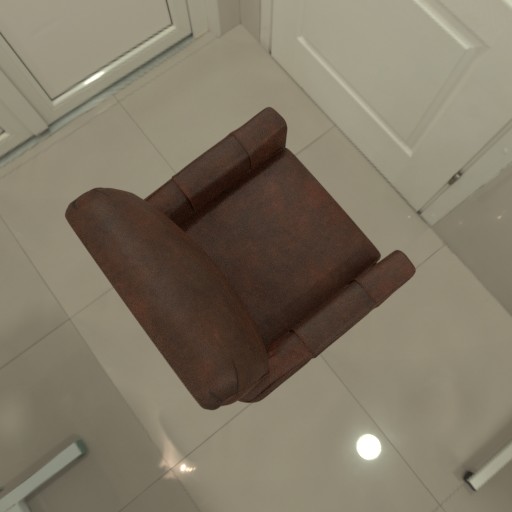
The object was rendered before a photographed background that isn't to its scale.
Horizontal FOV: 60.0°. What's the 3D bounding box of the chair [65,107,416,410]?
[{"bbox_3d":[0.000,0.000,1.667,0.836,1.043,0.843,-37,79,-9],"label":"chair"}]
